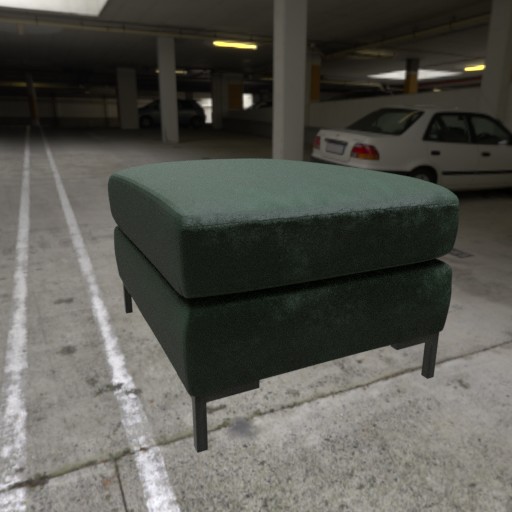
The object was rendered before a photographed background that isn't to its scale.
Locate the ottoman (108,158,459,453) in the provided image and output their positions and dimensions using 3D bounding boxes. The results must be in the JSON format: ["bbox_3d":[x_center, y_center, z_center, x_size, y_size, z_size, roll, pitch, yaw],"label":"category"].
[{"bbox_3d":[0.000,0.000,1.301,0.701,0.538,0.839,-8,18,-25],"label":"ottoman"}]
